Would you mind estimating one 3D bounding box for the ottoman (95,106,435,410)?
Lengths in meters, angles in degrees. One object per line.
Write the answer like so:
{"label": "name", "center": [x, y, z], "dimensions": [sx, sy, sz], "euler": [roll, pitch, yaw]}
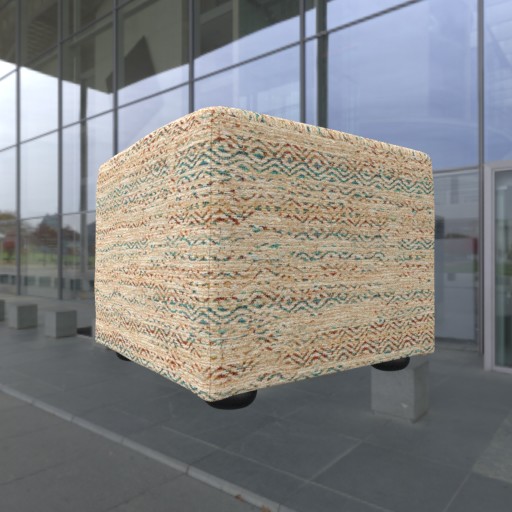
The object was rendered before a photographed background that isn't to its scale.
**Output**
{"label": "ottoman", "center": [0.000, 0.000, 0.920], "dimensions": [0.521, 0.453, 0.512], "euler": [0, 0, -36]}
